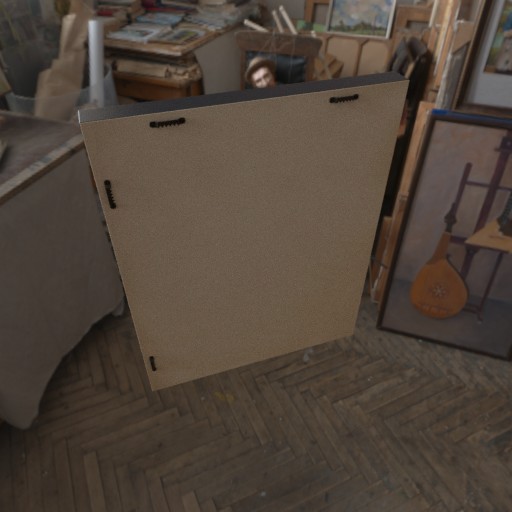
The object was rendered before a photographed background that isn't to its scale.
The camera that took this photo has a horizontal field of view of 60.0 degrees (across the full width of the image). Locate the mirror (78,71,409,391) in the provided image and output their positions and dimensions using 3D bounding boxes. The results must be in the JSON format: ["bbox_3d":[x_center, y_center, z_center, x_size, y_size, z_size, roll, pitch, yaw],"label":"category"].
[{"bbox_3d":[0.000,0.000,0.694,0.405,0.508,0.041,-12,42,-14],"label":"mirror"}]
